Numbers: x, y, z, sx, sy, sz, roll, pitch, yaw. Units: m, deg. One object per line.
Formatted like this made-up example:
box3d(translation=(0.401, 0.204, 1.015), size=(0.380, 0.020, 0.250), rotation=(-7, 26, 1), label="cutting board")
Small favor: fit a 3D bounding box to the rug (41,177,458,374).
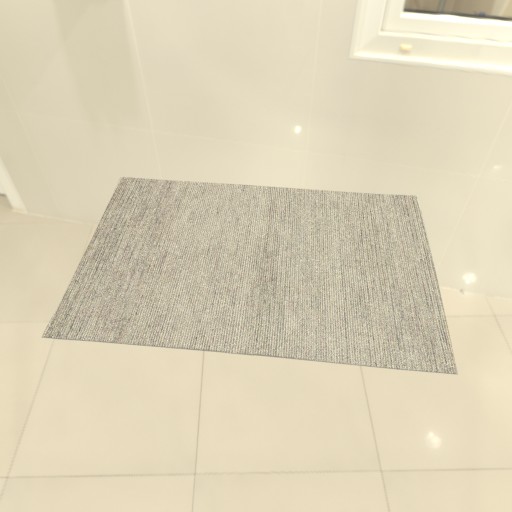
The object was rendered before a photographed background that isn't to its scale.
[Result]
box3d(translation=(0.000, 0.000, 2.282), size=(1.804, 0.022, 1.162), rotation=(4, 47, 4), label="rug")
